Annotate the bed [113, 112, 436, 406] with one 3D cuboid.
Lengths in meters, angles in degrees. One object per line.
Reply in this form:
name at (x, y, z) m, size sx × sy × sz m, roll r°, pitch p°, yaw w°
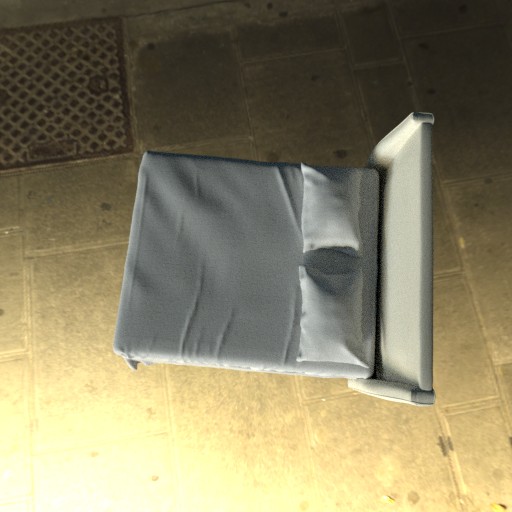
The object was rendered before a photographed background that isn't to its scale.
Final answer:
bed at (0.000, 0.000, 3.434) m, size 2.276 × 1.332 × 1.925 m, roll 5°, pitch 77°, yaw 1°
